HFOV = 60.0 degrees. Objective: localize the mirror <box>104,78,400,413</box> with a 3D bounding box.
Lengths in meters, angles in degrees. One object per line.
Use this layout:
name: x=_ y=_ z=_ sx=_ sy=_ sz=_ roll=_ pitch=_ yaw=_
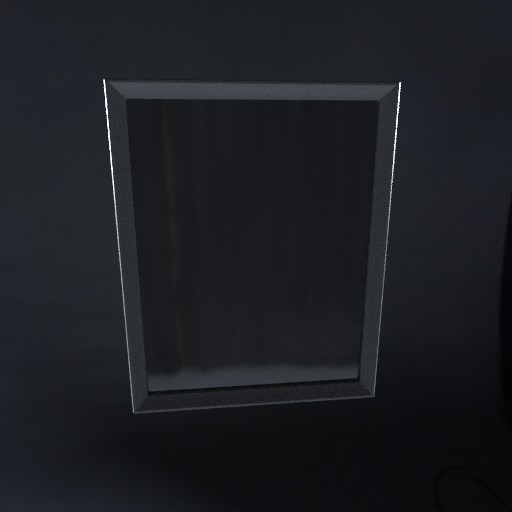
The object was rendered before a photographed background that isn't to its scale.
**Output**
mirror: x=0.000 y=0.000 z=0.692 sx=0.406 sy=0.509 sz=0.041 roll=-2 pitch=16 yaw=-6
